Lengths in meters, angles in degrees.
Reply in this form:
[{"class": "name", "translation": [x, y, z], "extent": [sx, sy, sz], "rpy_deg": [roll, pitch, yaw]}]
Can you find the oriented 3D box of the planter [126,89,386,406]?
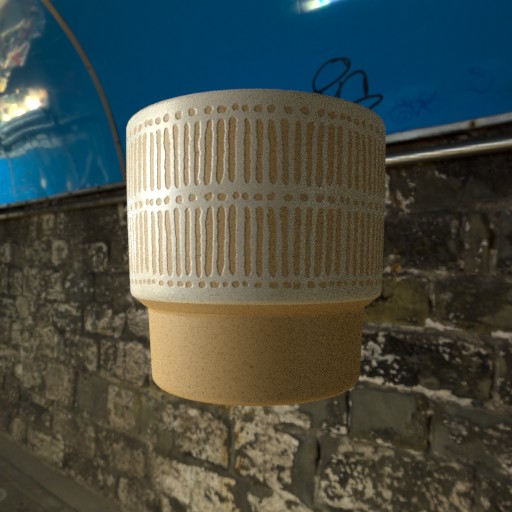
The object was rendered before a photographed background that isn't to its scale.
[{"class": "planter", "translation": [0.000, 0.000, 0.561], "extent": [0.317, 0.303, 0.317], "rpy_deg": [0, -1, 0]}]
